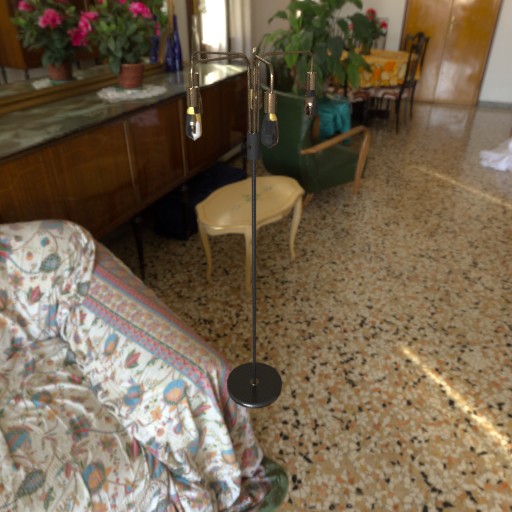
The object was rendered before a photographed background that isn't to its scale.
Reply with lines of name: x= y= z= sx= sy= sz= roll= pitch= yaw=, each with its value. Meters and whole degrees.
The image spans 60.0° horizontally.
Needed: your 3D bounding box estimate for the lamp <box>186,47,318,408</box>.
lamp: x=0.000 y=0.000 z=2.059 sx=0.572 sy=1.721 sz=0.599 roll=-7 pitch=32 yaw=-12
